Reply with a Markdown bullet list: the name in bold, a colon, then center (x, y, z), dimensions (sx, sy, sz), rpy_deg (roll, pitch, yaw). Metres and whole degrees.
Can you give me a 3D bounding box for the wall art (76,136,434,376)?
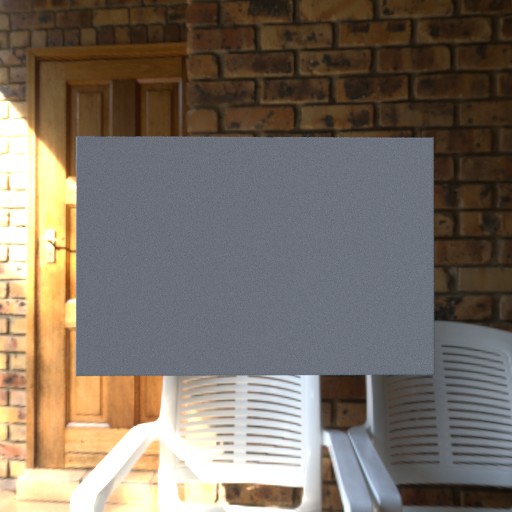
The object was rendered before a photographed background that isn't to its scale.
- **wall art**: center (0.000, 0.000, 1.132), dimensions (0.894, 0.595, 0.057), rpy_deg (0, 0, -1)
